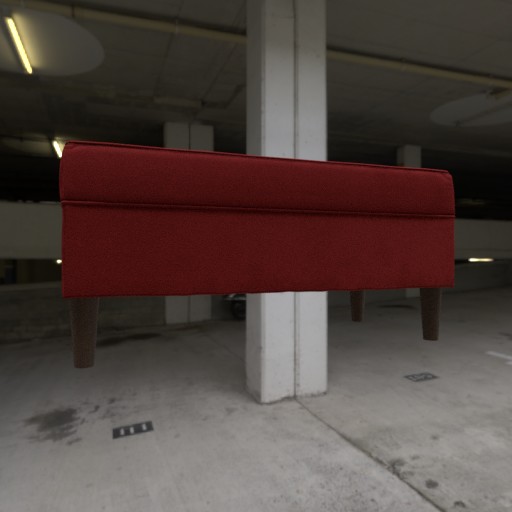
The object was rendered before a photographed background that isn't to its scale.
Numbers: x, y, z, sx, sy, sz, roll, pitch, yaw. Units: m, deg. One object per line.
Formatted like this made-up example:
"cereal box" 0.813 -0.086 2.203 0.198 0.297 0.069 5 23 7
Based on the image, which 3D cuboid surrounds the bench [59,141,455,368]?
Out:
"bench" 0.000 0.000 1.277 1.016 0.471 0.492 0 0 -20
